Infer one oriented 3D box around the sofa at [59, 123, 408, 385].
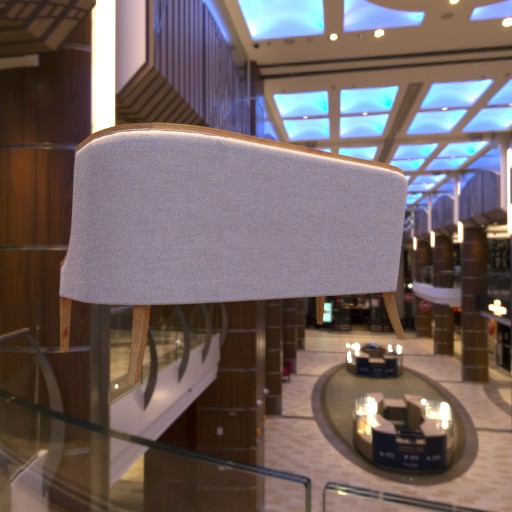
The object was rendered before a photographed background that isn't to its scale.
[{"bbox_3d":[0.000,0.000,1.924,1.474,0.775,0.770,1,-1,-36],"label":"sofa"}]
